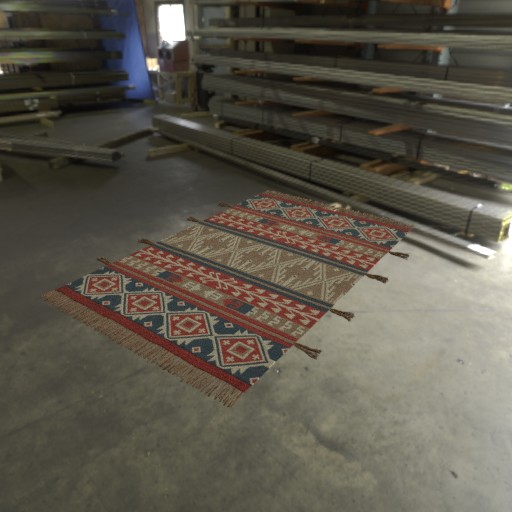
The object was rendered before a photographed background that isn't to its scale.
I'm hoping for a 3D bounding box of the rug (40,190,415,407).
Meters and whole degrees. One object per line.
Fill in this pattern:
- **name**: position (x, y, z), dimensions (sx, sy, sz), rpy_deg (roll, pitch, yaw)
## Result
- **rug**: position (0.000, 0.000, 3.160), dimensions (1.778, 0.048, 2.450), rpy_deg (19, 33, 32)
